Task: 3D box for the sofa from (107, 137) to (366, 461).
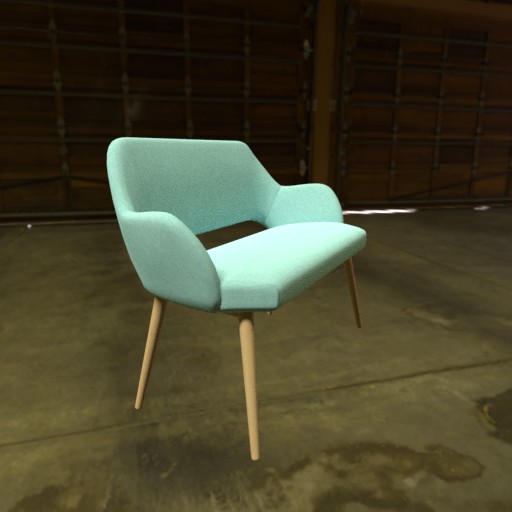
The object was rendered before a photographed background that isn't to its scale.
[{"bbox_3d":[0.000,0.000,1.642,0.610,0.840,1.150,7,15,27],"label":"sofa"}]
